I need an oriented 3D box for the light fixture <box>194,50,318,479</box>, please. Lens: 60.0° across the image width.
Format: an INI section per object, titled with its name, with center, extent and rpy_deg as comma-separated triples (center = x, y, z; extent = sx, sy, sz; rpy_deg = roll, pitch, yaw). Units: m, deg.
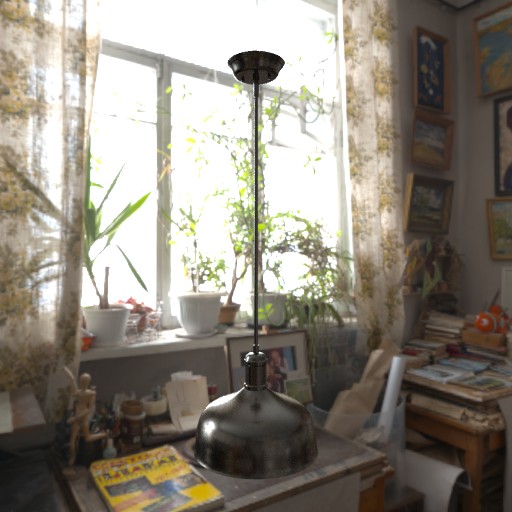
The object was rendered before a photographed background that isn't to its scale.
[light fixture]
center = 0.000, 0.000, 1.077
extent = 0.299, 0.935, 0.299
rpy_deg = 0, 0, 17
